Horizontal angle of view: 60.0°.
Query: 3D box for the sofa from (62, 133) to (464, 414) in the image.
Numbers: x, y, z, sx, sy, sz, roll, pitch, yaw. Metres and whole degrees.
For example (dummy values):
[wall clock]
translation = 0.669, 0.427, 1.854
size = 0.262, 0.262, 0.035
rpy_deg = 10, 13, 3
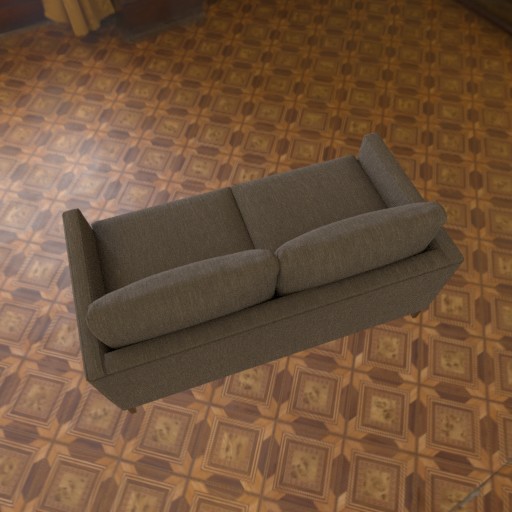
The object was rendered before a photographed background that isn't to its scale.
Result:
[sofa]
translation = 0.000, 0.000, 2.189
size = 1.682, 0.840, 0.875
rpy_deg = -16, 60, -10
